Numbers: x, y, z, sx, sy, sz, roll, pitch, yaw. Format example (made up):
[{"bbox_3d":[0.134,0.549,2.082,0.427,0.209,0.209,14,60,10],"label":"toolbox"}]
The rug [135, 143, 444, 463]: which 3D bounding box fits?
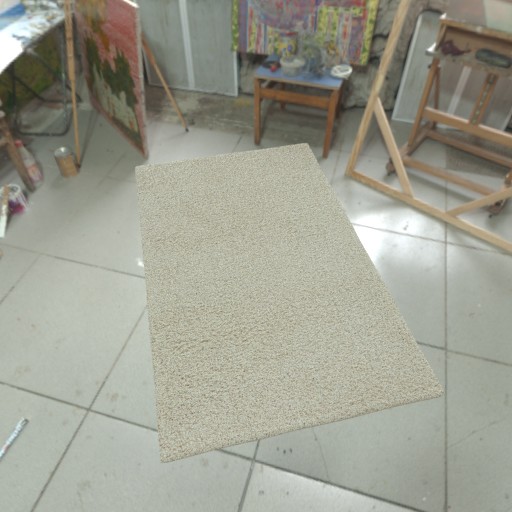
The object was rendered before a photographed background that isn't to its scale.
[{"bbox_3d":[0.000,0.000,3.067,1.524,0.030,2.438,-10,49,-9],"label":"rug"}]
